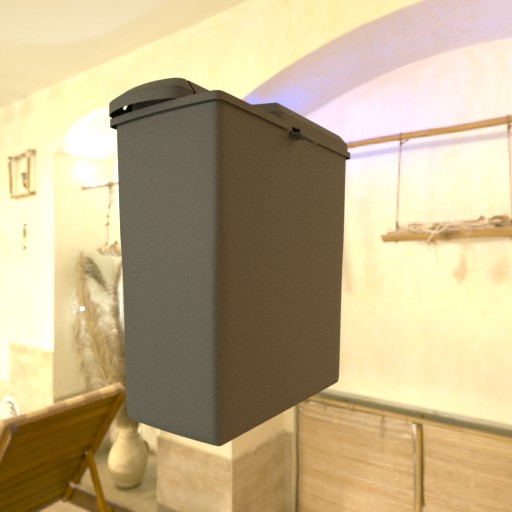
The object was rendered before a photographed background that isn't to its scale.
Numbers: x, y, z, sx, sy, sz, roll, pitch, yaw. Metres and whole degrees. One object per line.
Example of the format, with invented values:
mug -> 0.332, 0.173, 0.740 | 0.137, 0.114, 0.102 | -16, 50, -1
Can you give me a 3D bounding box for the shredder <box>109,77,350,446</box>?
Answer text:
shredder -> 0.000, 0.000, 0.520 | 0.170, 0.335, 0.320 | 0, 0, 35
